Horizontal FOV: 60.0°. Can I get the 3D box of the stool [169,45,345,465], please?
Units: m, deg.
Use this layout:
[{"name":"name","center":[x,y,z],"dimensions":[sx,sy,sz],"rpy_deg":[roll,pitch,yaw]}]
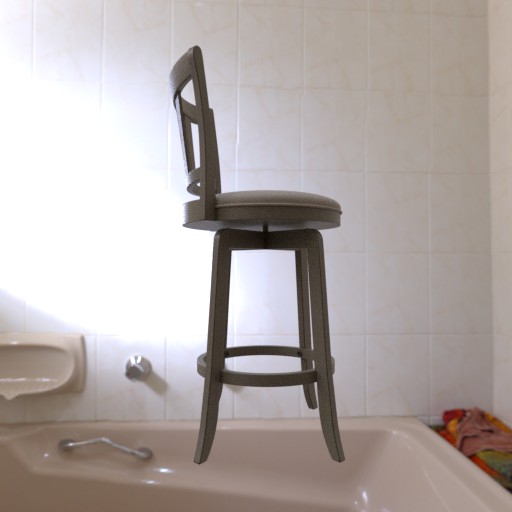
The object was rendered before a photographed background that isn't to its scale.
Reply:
[{"name":"stool","center":[0.000,0.000,1.266],"dimensions":[0.486,0.994,0.450],"rpy_deg":[0,-1,-2]}]
